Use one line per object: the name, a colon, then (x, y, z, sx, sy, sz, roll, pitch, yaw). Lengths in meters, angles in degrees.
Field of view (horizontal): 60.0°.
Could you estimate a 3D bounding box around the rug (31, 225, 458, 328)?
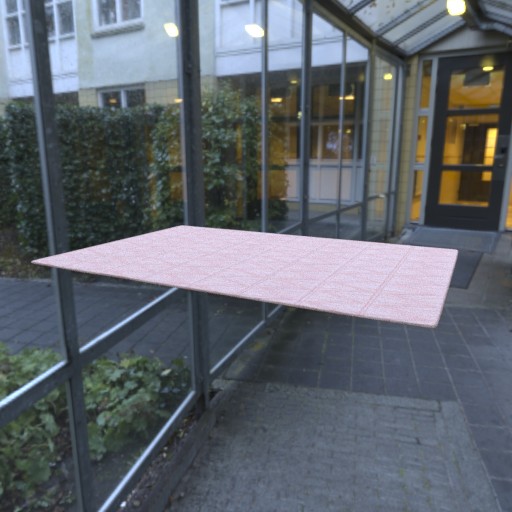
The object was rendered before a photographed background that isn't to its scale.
rug: (0.000, 0.000, 2.947, 2.390, 0.015, 1.609, 7, 15, 26)
